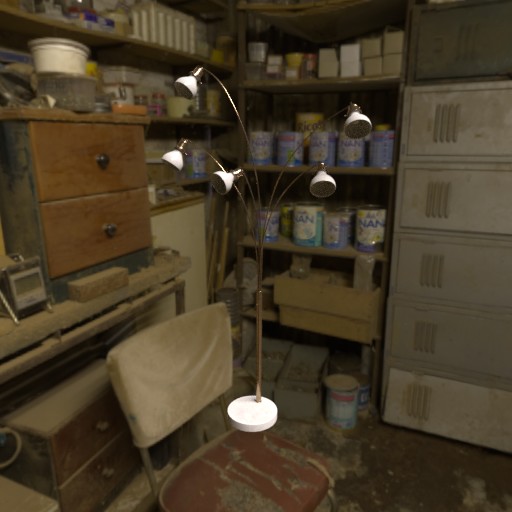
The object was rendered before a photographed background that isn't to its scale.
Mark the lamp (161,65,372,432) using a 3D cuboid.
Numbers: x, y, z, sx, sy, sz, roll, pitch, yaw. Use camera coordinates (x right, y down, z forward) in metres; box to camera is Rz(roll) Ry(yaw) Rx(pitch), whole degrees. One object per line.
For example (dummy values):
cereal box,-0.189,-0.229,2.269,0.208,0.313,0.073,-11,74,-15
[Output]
lamp,0.000,0.000,2.917,1.405,2.423,0.361,7,16,26
